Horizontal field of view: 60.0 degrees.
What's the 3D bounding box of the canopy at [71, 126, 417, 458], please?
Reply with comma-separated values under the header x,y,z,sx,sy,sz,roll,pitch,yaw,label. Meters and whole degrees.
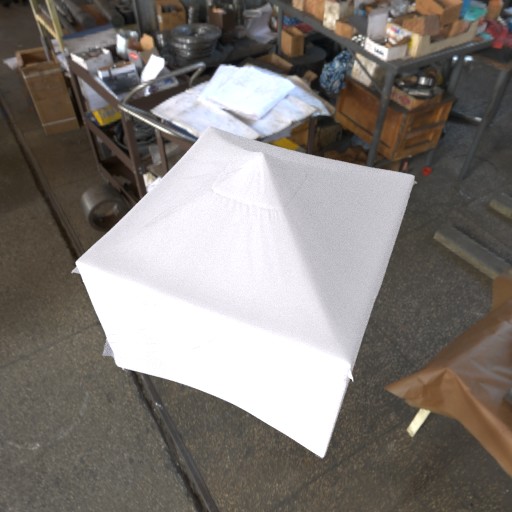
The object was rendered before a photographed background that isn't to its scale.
x,y,z,sx,sy,sz,roll,pitch,yaw,label
0.000,0.000,5.512,3.121,2.997,3.043,18,49,16,canopy
